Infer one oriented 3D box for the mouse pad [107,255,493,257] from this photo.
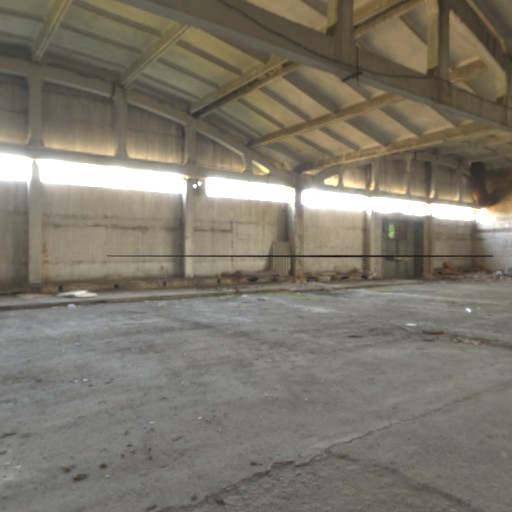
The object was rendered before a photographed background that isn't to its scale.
[{"bbox_3d":[0.000,0.000,1.037,0.424,0.003,0.907,0,0,-36],"label":"mouse pad"}]
